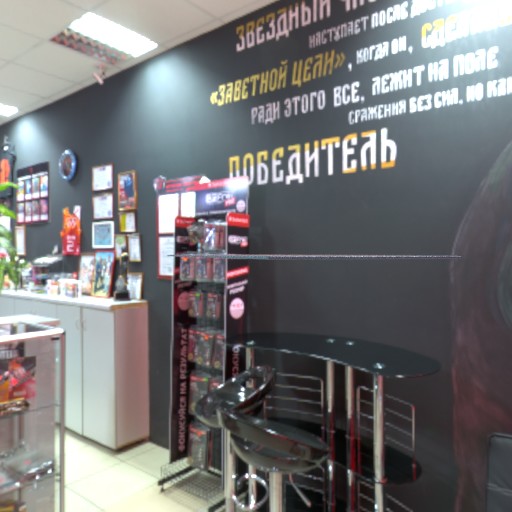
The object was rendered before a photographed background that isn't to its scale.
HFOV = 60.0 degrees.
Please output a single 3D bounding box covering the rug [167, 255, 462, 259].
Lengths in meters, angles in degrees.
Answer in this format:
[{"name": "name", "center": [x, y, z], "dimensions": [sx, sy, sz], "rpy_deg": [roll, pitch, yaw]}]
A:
[{"name": "rug", "center": [0.000, 0.000, 2.353], "dimensions": [0.662, 0.011, 2.196], "rpy_deg": [0, 0, -18]}]
